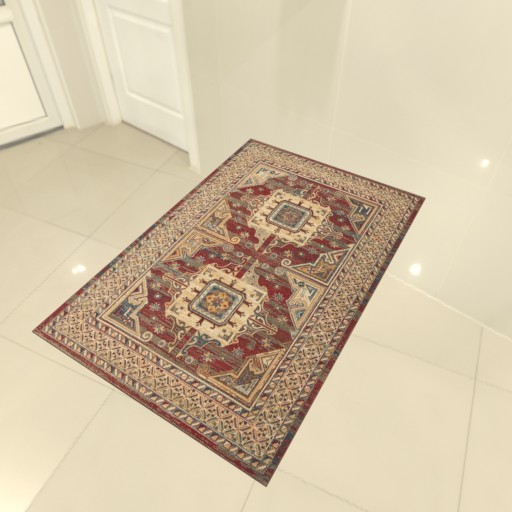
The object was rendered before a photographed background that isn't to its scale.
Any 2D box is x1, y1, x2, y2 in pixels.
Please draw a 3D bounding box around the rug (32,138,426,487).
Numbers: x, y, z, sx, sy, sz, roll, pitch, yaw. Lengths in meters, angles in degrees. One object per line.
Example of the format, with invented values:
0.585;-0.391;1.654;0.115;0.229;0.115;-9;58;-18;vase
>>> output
0.000;0.000;5.718;3.033;0.033;4.578;24;52;21;rug
